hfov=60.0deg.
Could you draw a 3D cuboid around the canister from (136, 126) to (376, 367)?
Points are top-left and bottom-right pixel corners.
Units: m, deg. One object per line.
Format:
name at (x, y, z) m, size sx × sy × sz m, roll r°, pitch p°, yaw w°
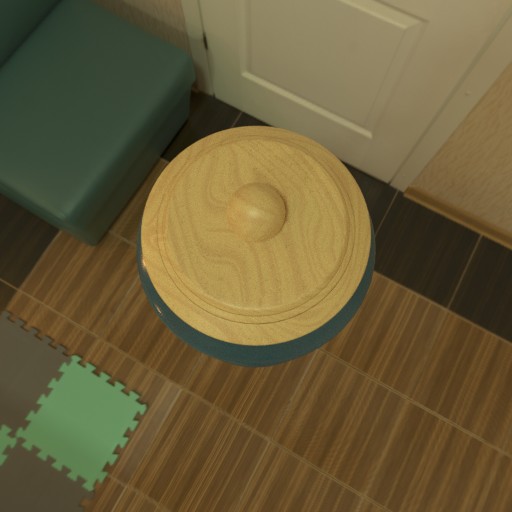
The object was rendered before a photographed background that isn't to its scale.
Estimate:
canister at (0.000, 0.000, 0.269) m, size 0.130 × 0.176 × 0.130 m, roll 0°, pitch 75°, yaw 0°
